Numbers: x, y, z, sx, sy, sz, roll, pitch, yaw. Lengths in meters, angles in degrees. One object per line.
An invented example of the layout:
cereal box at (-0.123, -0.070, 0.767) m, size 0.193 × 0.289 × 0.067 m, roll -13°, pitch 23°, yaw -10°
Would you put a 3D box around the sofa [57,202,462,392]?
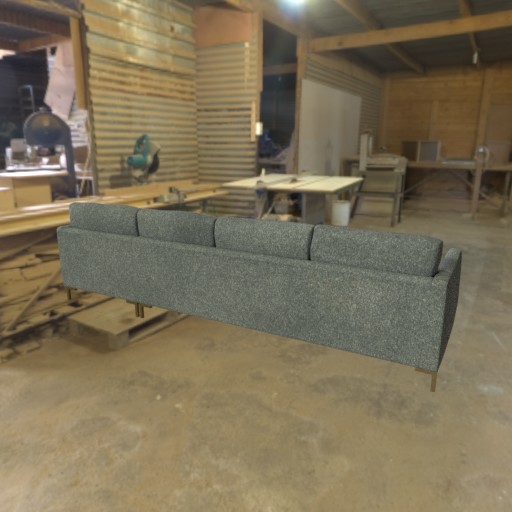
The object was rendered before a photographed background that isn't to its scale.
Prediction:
sofa at (0.000, 0.000, 3.443) m, size 2.932 × 0.810 × 1.350 m, roll 8°, pitch 17°, yaw 28°
